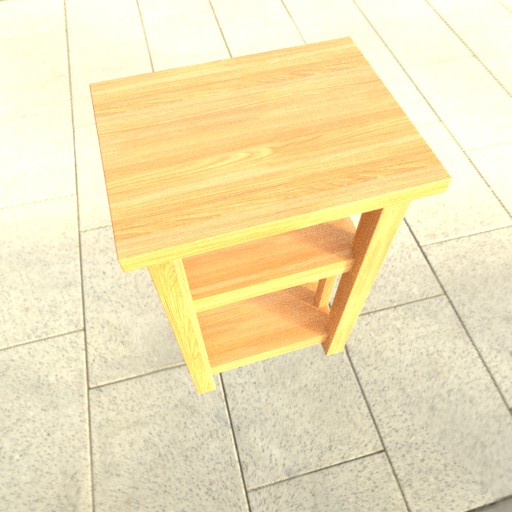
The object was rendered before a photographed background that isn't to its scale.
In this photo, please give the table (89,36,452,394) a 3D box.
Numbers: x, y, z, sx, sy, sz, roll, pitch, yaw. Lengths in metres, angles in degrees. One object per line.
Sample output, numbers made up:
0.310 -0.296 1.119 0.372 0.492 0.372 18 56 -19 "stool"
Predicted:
0.000 0.000 0.738 0.350 0.550 0.270 -14 59 -9 "table"
